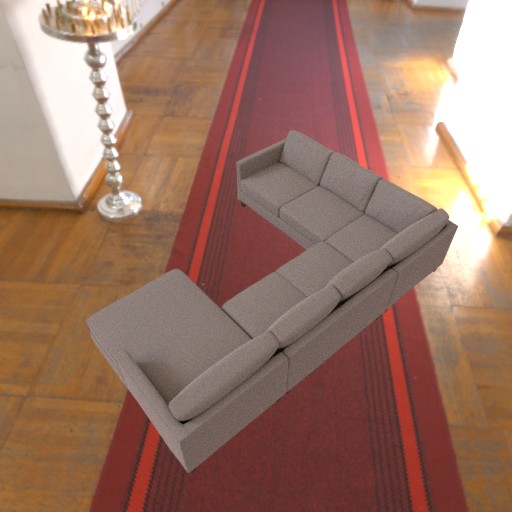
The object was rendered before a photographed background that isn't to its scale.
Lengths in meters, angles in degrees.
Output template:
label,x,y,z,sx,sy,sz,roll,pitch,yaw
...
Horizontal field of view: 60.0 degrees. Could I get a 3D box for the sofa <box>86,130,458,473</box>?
label,x,y,z,sx,sy,sz,roll,pitch,yaw
sofa,0.000,0.000,4.576,3.438,0.865,2.424,-31,53,-27
